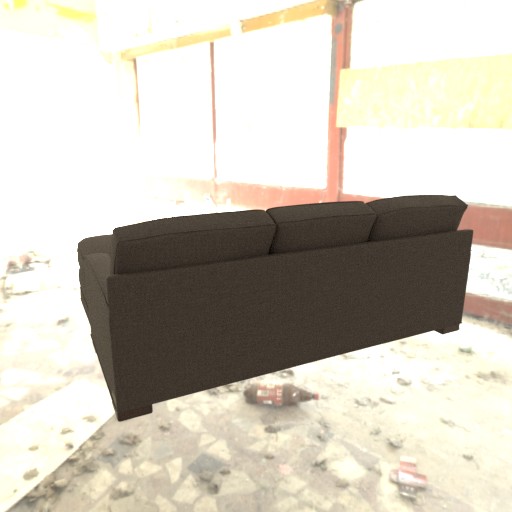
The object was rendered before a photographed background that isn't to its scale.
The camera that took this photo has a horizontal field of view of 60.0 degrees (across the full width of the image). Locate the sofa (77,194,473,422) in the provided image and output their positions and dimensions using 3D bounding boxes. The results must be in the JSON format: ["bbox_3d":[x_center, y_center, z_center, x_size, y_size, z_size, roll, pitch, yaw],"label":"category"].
[{"bbox_3d":[0.000,0.000,3.265,2.370,0.973,1.790,-7,16,-26],"label":"sofa"}]
